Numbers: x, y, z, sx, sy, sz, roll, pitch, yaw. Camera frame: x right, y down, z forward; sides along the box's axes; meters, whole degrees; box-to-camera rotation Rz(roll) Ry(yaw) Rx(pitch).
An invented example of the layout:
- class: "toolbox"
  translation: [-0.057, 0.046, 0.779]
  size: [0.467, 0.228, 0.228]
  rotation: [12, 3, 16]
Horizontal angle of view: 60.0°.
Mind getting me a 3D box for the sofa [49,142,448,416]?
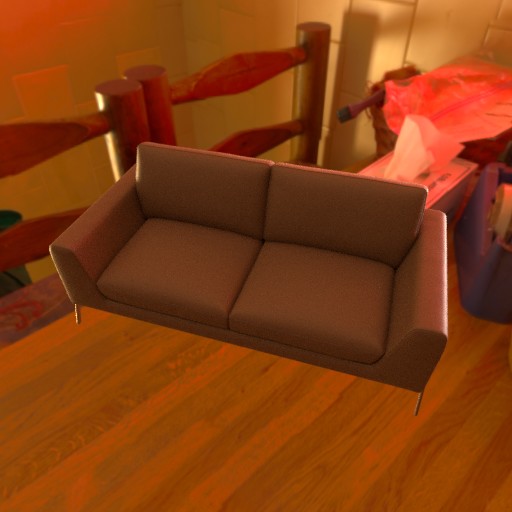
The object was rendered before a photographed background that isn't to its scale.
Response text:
- class: "sofa"
  translation: [0.000, 0.000, 2.534]
  size: [2.017, 0.875, 0.953]
  rotation: [12, 42, 13]
